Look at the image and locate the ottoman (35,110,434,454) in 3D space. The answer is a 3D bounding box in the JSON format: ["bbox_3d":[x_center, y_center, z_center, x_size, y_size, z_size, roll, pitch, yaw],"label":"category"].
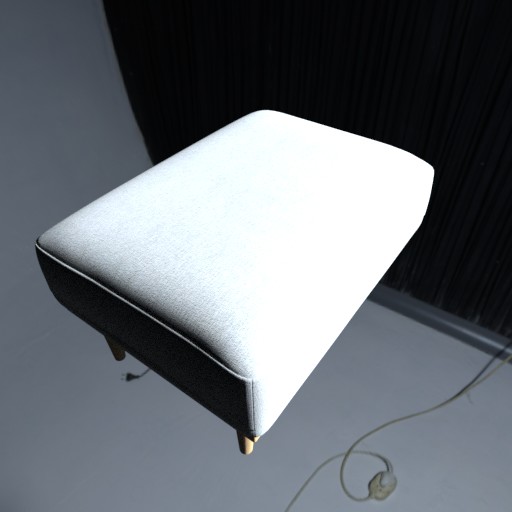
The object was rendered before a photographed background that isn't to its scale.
[{"bbox_3d":[0.000,0.000,1.041,0.549,0.428,0.749,26,47,26],"label":"ottoman"}]
